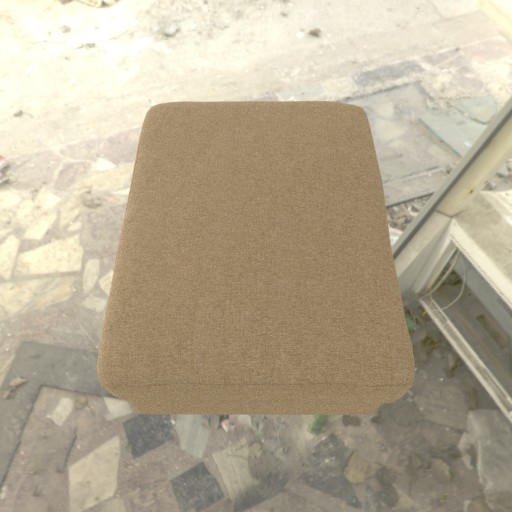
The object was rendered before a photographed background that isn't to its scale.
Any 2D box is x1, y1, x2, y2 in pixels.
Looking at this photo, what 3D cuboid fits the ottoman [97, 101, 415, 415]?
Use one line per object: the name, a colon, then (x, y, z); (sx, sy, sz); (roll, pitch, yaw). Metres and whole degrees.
ottoman: (0.000, 0.000, 1.315); (0.692, 0.511, 0.889); (0, 58, 0)
